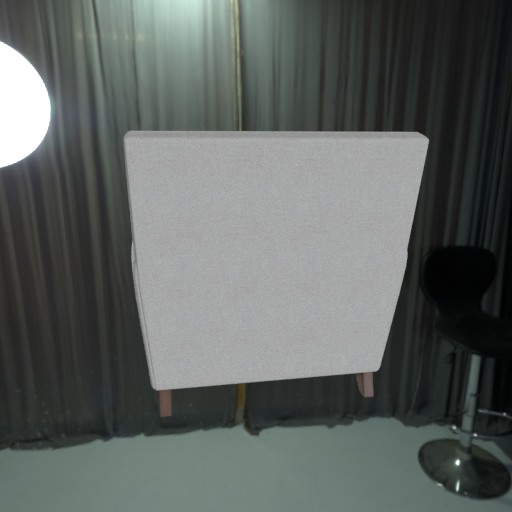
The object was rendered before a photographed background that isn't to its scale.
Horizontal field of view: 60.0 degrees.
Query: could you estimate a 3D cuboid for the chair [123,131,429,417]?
[{"bbox_3d":[0.000,0.000,1.596,0.840,0.846,0.871,-2,15,-9],"label":"chair"}]
